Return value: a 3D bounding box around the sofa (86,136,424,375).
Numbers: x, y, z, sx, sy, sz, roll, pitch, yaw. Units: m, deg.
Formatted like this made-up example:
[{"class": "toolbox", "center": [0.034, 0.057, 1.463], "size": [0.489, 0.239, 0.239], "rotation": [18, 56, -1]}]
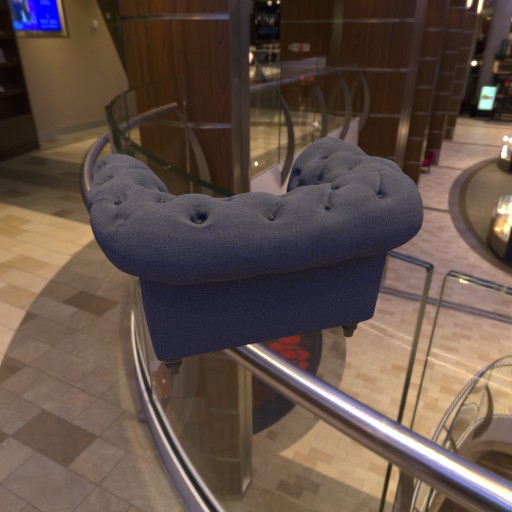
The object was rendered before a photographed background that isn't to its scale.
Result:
[{"class": "sofa", "center": [0.000, 0.000, 2.077], "size": [1.405, 0.878, 1.032], "rotation": [-8, 28, -16]}]
